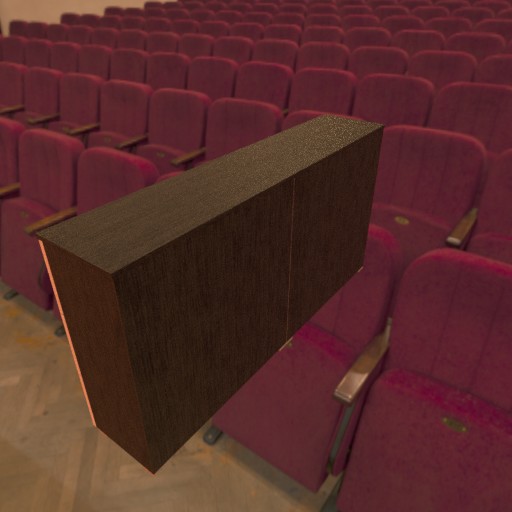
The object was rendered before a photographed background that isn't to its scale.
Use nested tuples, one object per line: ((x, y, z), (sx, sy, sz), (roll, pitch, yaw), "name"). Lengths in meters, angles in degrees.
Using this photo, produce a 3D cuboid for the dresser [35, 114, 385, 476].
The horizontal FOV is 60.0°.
((0.000, 0.000, 1.818), (0.333, 0.790, 1.535), (22, 38, 31), "dresser")
